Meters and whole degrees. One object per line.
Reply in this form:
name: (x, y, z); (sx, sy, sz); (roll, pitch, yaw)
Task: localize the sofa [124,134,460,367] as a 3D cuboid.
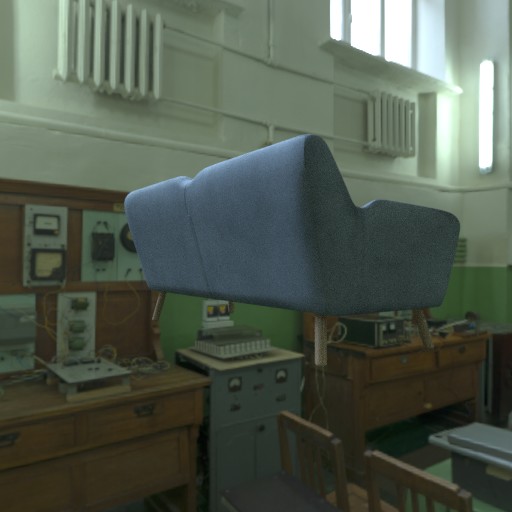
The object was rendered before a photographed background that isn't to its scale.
sofa: (0.000, 0.000, 2.351); (0.850, 0.810, 1.870); (0, 0, -36)
